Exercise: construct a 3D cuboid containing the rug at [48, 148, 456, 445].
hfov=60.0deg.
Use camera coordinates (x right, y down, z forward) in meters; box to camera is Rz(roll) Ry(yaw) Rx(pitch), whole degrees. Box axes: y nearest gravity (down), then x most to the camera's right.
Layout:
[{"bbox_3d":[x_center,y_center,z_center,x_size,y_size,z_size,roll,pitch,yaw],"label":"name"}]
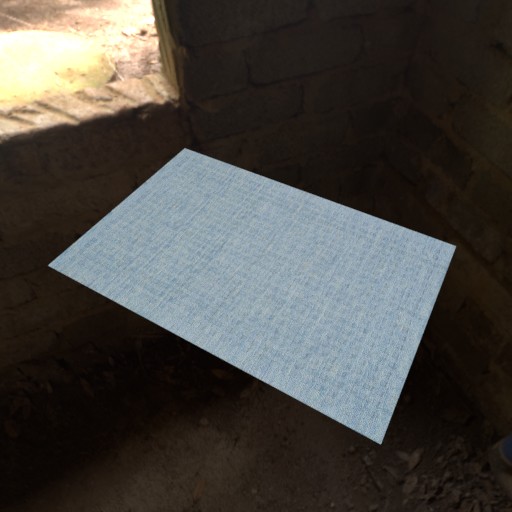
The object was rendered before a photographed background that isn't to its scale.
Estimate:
[{"bbox_3d":[0.000,0.000,2.978,2.286,0.006,1.522,23,52,19],"label":"rug"}]
